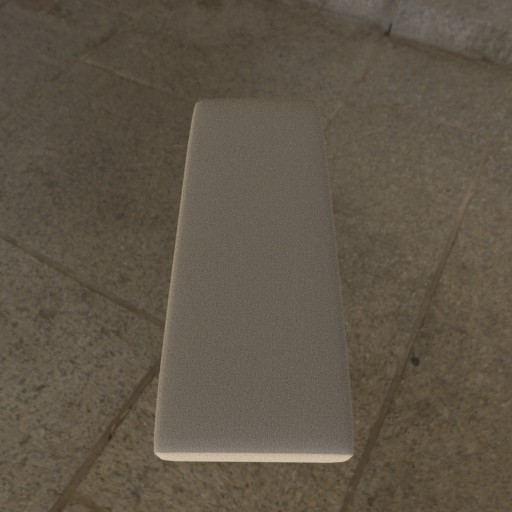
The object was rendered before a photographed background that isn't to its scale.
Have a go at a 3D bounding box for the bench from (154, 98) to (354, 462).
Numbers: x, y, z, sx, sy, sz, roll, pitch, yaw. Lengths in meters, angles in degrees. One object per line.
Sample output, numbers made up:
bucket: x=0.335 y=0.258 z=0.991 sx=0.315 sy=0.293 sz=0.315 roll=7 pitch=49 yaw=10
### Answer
bench: x=0.000 y=0.000 z=1.885 sx=0.646 sy=0.393 sz=1.609 roll=0 pitch=58 yaw=0
